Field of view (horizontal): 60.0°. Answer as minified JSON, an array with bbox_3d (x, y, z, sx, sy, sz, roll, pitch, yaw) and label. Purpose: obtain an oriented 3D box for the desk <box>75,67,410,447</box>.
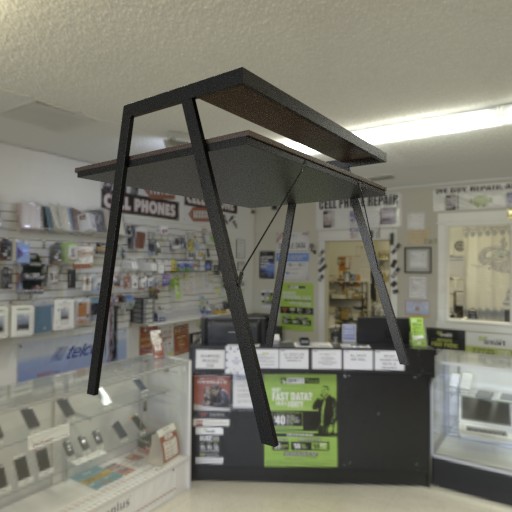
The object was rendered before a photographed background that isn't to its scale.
[{"bbox_3d":[0.000,0.000,1.867,0.936,0.998,1.143,-1,-1,36],"label":"desk"}]
